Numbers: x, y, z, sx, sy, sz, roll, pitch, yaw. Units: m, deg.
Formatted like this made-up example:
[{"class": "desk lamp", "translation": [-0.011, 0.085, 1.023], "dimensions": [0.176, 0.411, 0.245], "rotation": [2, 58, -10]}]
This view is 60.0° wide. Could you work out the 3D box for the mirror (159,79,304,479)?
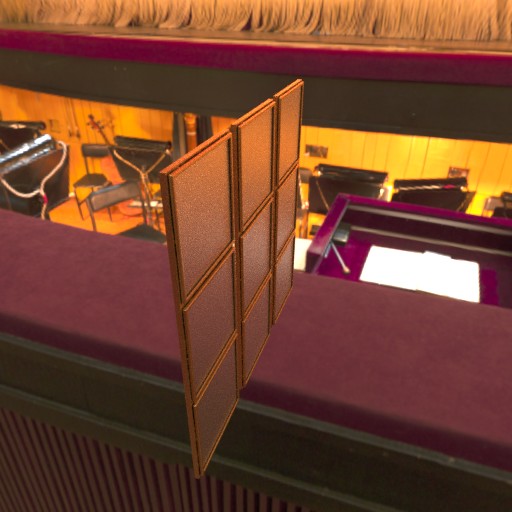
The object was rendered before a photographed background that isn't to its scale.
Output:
[{"class": "mirror", "translation": [0.000, 0.000, 1.448], "dimensions": [0.023, 0.926, 1.011], "rotation": [10, 33, 16]}]
